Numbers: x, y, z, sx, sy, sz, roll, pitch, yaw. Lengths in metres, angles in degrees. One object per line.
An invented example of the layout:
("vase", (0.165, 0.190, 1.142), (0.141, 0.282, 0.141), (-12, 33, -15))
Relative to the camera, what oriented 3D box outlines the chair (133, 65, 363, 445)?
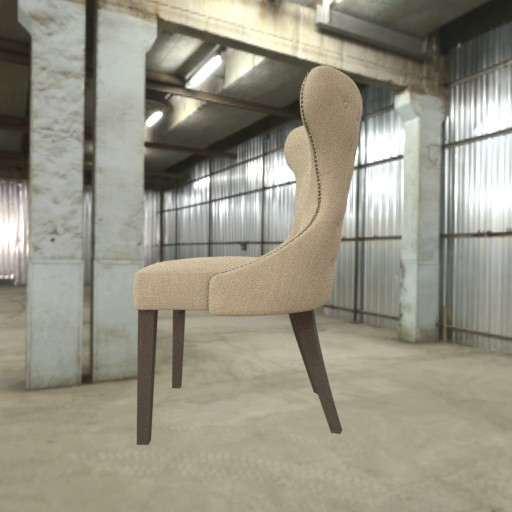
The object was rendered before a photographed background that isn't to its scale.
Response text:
("chair", (0.000, 0.000, 1.392), (0.635, 0.967, 0.628), (0, 0, 0))
